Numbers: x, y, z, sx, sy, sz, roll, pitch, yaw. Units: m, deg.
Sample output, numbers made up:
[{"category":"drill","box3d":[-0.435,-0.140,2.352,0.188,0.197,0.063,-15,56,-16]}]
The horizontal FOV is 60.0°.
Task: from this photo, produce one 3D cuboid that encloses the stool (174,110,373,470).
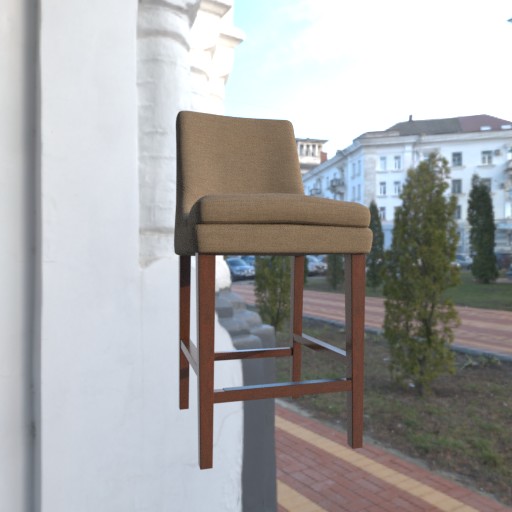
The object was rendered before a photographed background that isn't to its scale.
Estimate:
[{"category":"stool","box3d":[0.000,0.000,1.319,0.470,0.981,0.577,0,0,-17]}]
